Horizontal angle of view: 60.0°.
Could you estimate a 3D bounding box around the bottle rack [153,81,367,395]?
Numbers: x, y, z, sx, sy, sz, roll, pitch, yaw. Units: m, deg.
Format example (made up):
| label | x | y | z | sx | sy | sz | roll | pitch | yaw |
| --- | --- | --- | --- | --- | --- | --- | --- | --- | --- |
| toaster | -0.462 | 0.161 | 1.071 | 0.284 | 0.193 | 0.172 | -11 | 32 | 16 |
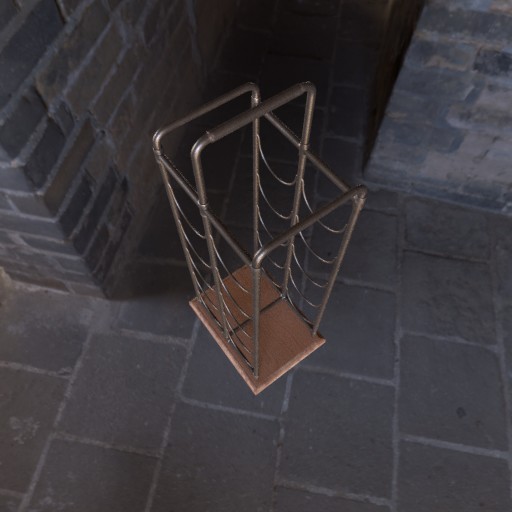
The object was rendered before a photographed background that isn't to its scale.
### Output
| label | x | y | z | sx | sy | sz | roll | pitch | yaw |
| --- | --- | --- | --- | --- | --- | --- | --- | --- | --- |
| bottle rack | 0.000 | 0.000 | 0.786 | 0.208 | 0.680 | 0.276 | -33 | 66 | -17 |
